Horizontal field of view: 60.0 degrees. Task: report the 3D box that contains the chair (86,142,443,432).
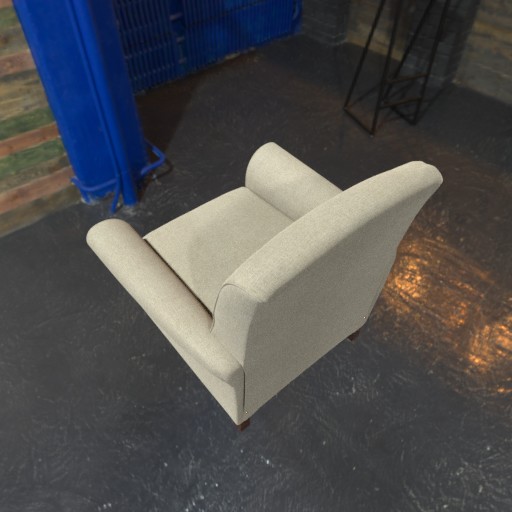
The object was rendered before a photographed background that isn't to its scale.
[{"bbox_3d":[0.000,0.000,1.735,0.978,1.061,0.905,-31,55,-26],"label":"chair"}]
